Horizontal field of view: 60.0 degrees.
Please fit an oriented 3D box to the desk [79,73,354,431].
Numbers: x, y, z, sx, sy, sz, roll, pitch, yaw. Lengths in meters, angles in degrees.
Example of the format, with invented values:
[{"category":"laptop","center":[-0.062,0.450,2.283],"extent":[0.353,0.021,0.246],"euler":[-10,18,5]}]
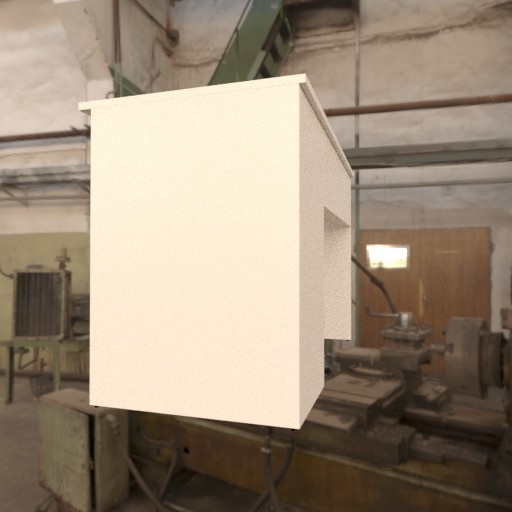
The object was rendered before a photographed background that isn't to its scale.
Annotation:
[{"category":"desk","center":[0.000,0.000,1.513],"extent":[0.560,0.735,1.097],"euler":[0,-1,18]}]
